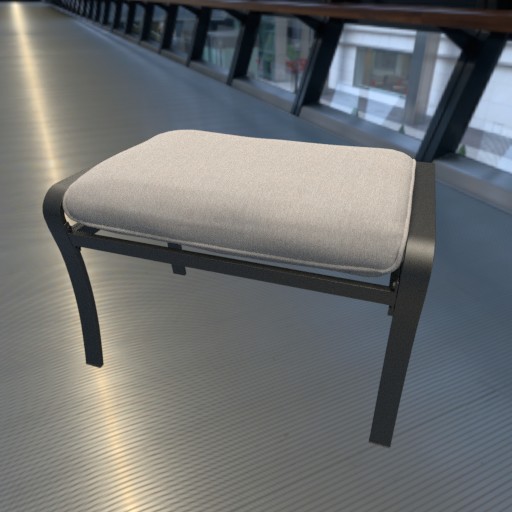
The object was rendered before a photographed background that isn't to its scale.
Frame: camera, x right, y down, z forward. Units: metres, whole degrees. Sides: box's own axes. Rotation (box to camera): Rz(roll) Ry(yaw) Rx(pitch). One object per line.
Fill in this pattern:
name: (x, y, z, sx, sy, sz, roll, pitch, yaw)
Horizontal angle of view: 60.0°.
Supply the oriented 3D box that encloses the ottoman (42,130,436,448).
ottoman: (0.000, 0.000, 0.882, 0.610, 0.422, 0.406, 10, 31, 17)
